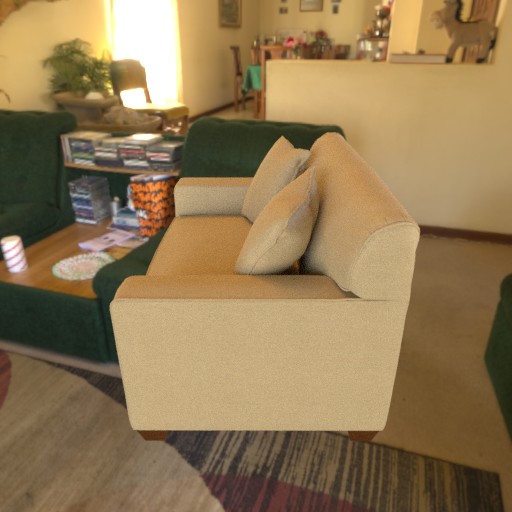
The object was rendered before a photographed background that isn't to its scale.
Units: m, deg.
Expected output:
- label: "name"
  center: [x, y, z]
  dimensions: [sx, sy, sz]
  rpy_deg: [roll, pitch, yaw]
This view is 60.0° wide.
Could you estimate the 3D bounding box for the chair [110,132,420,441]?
- label: "chair"
  center: [0.000, 0.000, 2.077]
  dimensions: [1.000, 0.948, 1.383]
  rpy_deg: [0, 26, 0]
